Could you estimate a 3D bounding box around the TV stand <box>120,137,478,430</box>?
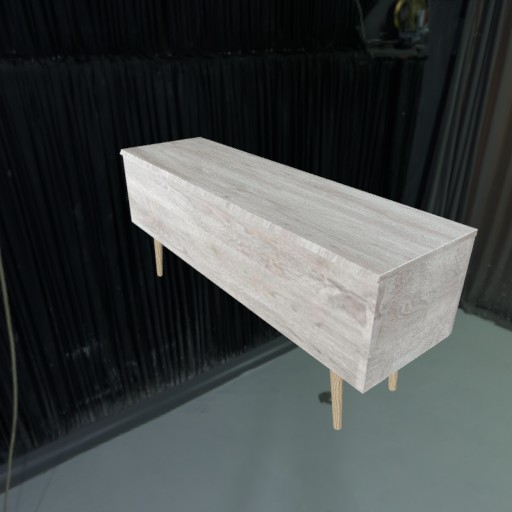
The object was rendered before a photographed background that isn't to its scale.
[{"bbox_3d":[0.000,0.000,1.580,0.401,0.565,1.313,-19,33,-33],"label":"TV stand"}]
